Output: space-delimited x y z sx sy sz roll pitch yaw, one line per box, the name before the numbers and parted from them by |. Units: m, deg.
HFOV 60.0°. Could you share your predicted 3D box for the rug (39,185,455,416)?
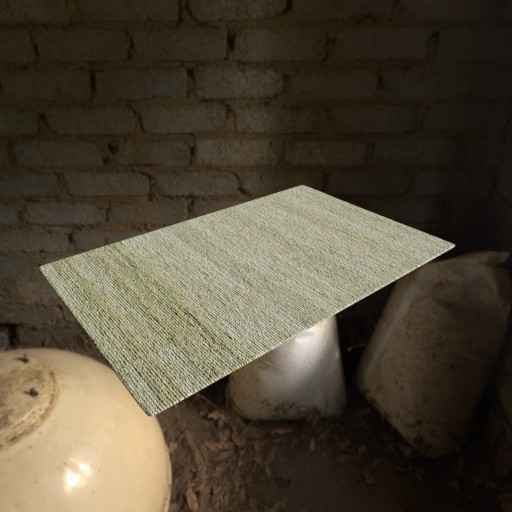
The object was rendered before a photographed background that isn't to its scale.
rug | 0.000 0.000 2.206 1.758 0.010 1.143 -22 36 -33
